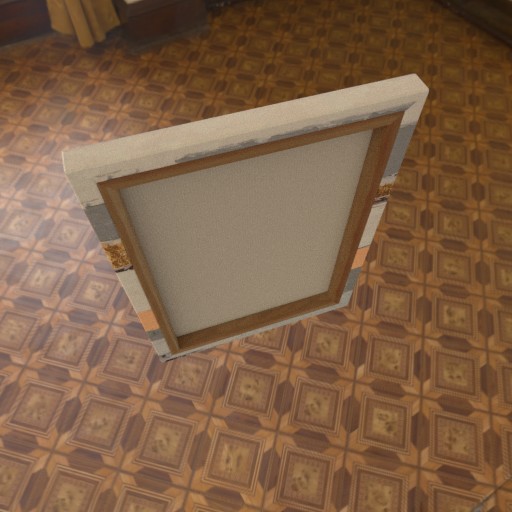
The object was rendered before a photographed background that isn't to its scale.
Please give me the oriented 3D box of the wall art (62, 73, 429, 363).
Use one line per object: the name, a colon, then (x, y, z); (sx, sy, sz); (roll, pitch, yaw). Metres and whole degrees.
wall art: (0.000, 0.000, 0.789); (0.456, 0.609, 0.038); (-16, 58, -10)
